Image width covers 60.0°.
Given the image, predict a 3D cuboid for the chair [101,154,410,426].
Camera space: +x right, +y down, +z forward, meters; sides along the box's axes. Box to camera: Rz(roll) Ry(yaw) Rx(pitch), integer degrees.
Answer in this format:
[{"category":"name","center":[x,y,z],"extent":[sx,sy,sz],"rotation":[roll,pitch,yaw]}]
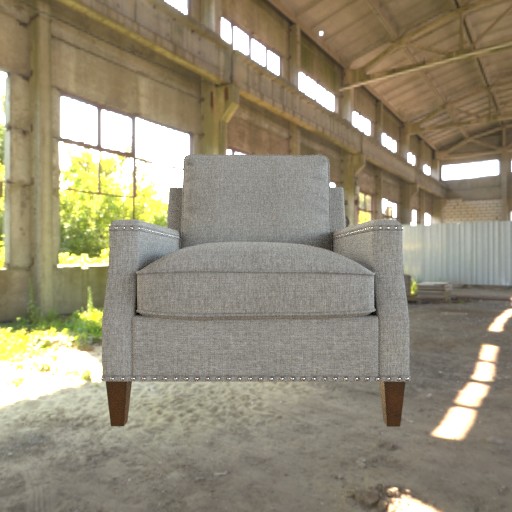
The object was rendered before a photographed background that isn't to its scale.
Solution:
[{"category":"chair","center":[0.000,0.000,1.681],"extent":[0.853,0.943,1.014],"rotation":[0,0,0]}]
